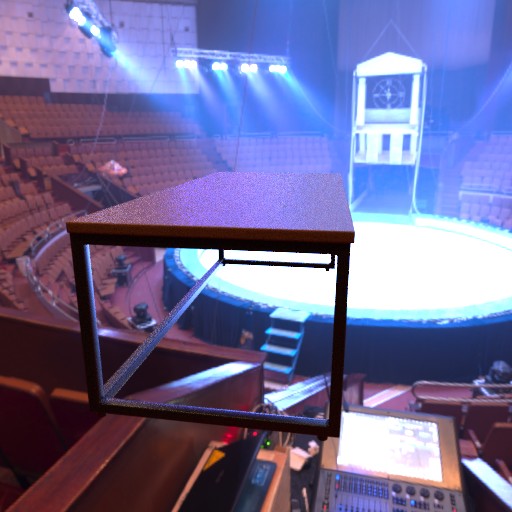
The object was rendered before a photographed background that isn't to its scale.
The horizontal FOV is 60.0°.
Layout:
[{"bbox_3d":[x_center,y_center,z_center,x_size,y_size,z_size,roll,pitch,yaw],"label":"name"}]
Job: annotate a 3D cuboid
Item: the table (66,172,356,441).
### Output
[{"bbox_3d":[0.000,0.000,1.316,0.500,0.400,1.100,2,16,9],"label":"table"}]
